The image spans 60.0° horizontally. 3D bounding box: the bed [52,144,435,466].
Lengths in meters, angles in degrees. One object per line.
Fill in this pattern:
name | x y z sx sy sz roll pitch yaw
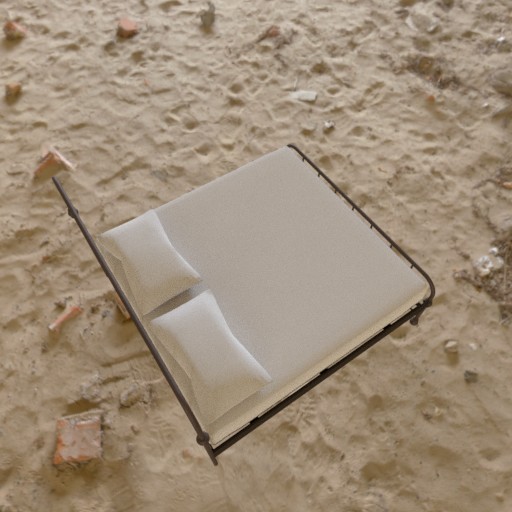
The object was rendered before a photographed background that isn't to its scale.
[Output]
bed | 0.000 0.000 3.476 2.134 1.446 2.044 -30 62 -18
